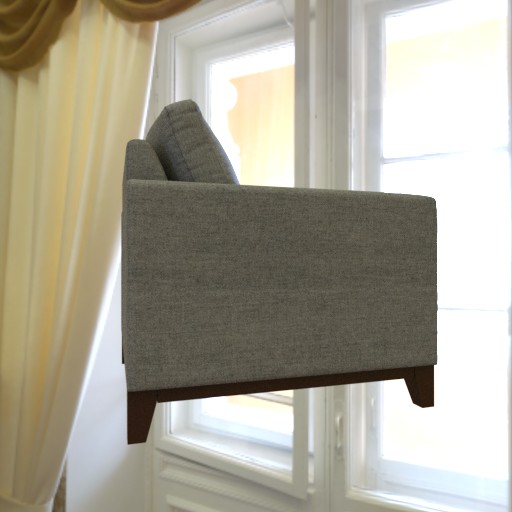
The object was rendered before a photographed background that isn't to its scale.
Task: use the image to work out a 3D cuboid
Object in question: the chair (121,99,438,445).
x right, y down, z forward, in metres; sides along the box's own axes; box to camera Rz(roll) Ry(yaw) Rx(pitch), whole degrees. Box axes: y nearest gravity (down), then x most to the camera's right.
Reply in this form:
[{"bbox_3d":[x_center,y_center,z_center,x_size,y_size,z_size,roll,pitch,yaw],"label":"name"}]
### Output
[{"bbox_3d":[0.000,0.000,1.808,1.038,1.010,1.024,0,0,-18],"label":"chair"}]
